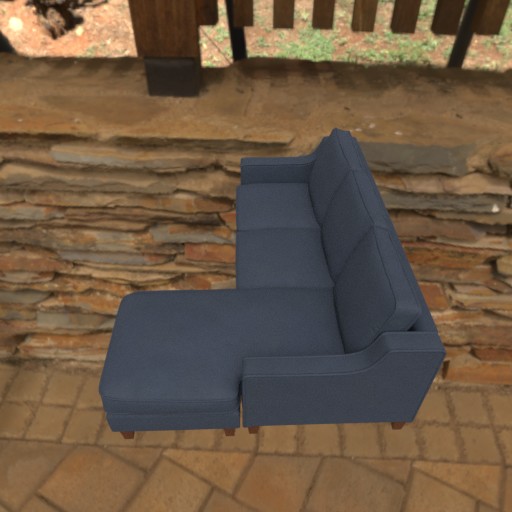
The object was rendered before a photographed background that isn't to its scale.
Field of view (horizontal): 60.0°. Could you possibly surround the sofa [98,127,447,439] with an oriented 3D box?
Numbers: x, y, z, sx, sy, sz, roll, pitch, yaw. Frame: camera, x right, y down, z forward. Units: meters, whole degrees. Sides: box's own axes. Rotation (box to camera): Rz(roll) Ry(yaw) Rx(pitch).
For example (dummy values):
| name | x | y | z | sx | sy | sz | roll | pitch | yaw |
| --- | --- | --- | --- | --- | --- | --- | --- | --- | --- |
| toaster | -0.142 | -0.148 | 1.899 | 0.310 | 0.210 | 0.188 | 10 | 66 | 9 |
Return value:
| name | x | y | z | sx | sy | sz | roll | pitch | yaw |
| --- | --- | --- | --- | --- | --- | --- | --- | --- | --- |
| sofa | 0.000 | 0.000 | 3.260 | 1.858 | 1.066 | 2.317 | -1 | 42 | -1 |
